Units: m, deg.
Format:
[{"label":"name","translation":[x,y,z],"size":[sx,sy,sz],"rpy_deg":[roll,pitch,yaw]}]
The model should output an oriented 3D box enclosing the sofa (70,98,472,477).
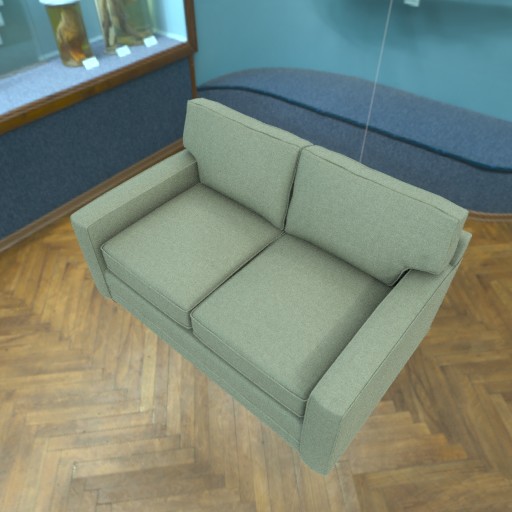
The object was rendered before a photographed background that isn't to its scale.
[{"label":"sofa","translation":[0.000,0.000,2.018],"size":[1.484,0.853,0.940],"rpy_deg":[31,53,27]}]
